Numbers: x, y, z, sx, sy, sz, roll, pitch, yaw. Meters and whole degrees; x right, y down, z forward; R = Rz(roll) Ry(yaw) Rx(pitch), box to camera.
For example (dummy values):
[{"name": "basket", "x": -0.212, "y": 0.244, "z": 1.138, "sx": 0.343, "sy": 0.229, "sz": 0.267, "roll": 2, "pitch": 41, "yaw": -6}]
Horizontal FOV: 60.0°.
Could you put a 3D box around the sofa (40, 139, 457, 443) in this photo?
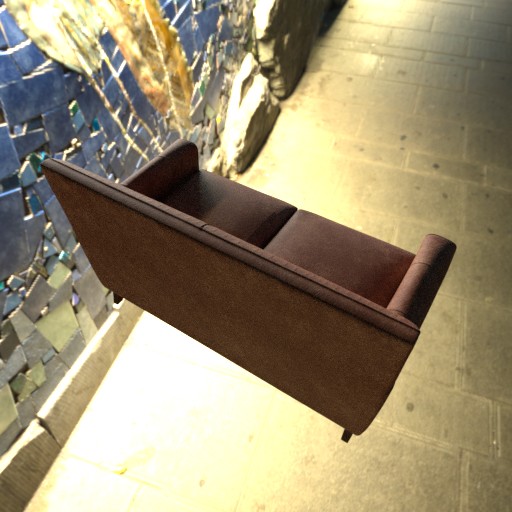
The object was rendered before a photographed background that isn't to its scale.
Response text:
[{"name": "sofa", "x": 0.000, "y": 0.000, "z": 1.948, "sx": 1.473, "sy": 0.871, "sz": 0.787, "roll": 25, "pitch": 51, "yaw": 22}]
